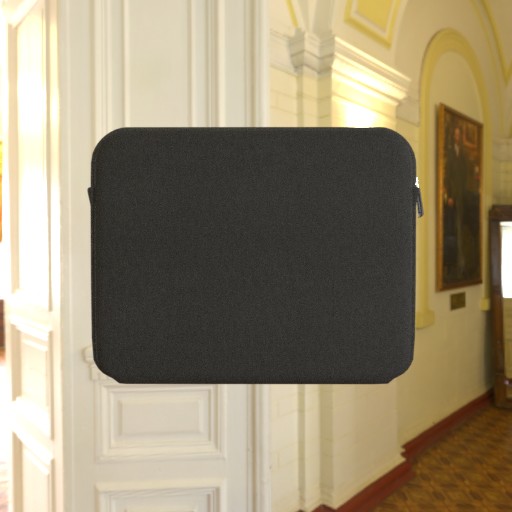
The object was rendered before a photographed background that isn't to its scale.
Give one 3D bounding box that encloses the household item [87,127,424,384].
[{"bbox_3d":[0.000,0.000,0.528,0.396,0.305,0.030,0,1,0],"label":"household item"}]
